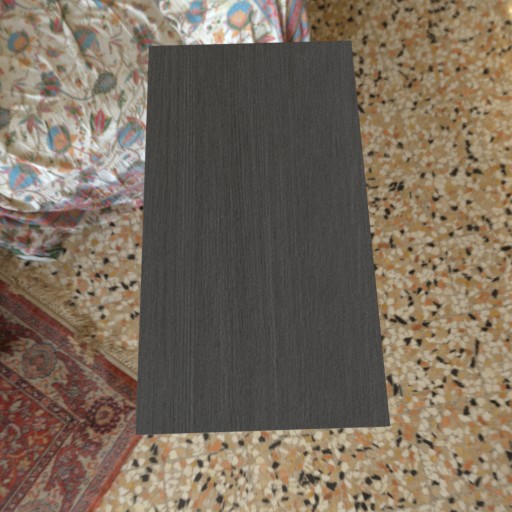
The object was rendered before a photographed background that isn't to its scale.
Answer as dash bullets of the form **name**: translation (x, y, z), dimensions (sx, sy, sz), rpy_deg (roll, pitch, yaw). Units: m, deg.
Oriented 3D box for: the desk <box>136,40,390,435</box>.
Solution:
- **desk**: translation (0.000, 0.000, 1.327), dimensions (0.498, 0.724, 0.893), rpy_deg (-2, 75, 0)
